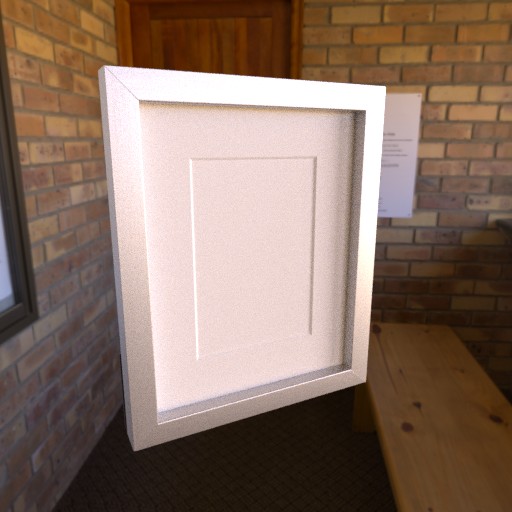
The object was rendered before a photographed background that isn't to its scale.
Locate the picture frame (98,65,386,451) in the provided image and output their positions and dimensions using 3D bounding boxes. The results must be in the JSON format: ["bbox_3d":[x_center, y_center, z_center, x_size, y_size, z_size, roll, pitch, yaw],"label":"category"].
[{"bbox_3d":[0.000,0.000,0.379,0.233,0.282,0.036,-7,16,-26],"label":"picture frame"}]
